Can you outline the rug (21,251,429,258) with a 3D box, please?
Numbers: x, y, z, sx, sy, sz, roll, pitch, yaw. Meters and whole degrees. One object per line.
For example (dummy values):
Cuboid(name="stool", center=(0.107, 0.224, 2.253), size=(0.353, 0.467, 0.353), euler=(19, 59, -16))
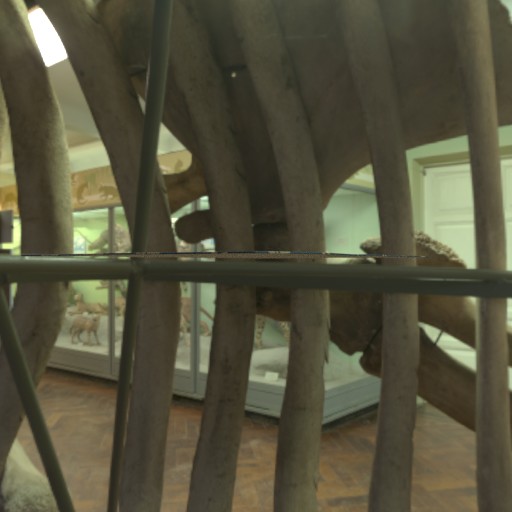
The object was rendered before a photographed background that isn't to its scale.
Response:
Cuboid(name="rug", center=(0.000, 0.000, 2.730), size=(1.524, 0.013, 2.135), euler=(0, -1, 36))
